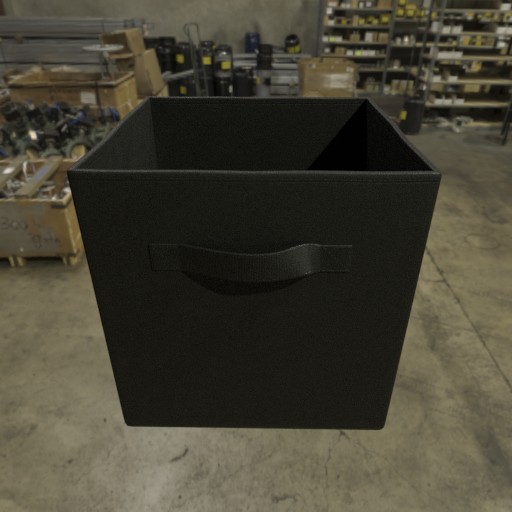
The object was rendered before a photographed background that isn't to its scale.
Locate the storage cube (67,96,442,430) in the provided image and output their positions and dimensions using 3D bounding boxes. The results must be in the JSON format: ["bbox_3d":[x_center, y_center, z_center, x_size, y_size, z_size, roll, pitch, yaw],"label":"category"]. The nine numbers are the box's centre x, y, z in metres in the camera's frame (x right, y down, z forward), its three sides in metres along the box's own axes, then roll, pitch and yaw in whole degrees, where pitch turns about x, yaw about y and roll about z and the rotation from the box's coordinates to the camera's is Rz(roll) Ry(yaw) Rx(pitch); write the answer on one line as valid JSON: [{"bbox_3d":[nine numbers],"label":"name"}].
[{"bbox_3d":[0.000,0.000,0.483,0.270,0.280,0.270,0,31,1],"label":"storage cube"}]
